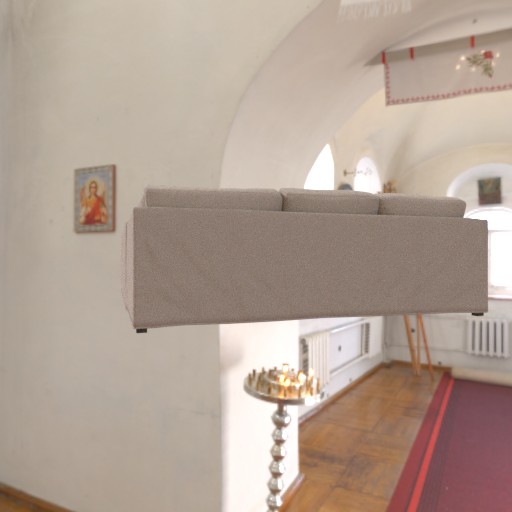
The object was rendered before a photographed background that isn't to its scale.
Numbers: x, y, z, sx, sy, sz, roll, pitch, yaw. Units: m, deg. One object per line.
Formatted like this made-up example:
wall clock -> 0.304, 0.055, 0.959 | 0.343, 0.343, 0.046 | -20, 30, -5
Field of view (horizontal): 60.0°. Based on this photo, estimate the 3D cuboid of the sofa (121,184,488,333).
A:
sofa -> 0.000, 0.000, 4.244 | 2.432, 0.871, 3.182 | 0, 0, -18
